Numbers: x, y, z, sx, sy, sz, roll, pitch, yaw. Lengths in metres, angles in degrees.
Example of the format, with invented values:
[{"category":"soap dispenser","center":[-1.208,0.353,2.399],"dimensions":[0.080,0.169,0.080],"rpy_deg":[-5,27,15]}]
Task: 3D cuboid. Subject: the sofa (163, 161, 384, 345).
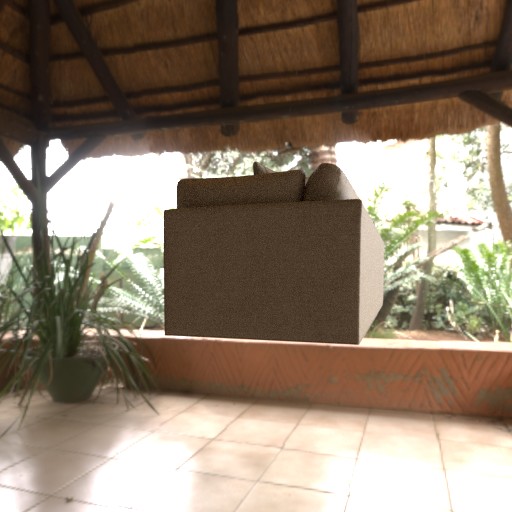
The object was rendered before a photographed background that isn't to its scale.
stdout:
[{"category":"sofa","center":[0.000,0.000,3.747],"dimensions":[1.994,0.978,2.896],"rpy_deg":[-1,-2,18]}]
